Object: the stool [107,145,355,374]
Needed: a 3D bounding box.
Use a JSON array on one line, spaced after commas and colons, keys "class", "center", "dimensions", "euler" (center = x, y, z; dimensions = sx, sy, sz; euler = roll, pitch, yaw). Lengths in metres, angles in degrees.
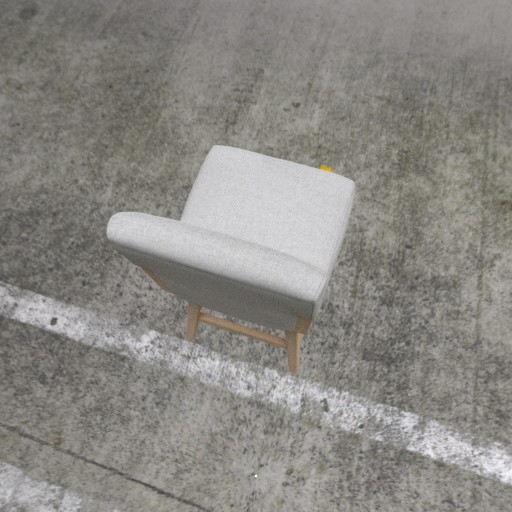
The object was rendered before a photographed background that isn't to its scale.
[{"class": "stool", "center": [0.000, 0.000, 1.443], "dimensions": [0.507, 1.085, 0.606], "euler": [16, 65, 8]}]
